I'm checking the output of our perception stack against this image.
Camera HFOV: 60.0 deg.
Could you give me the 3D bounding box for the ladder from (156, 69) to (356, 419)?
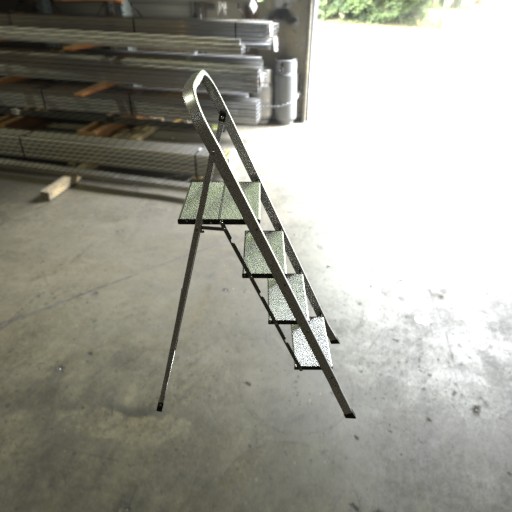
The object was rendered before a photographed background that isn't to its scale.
[{"bbox_3d":[0.000,0.000,1.682,0.830,1.290,0.465,0,32,0],"label":"ladder"}]
